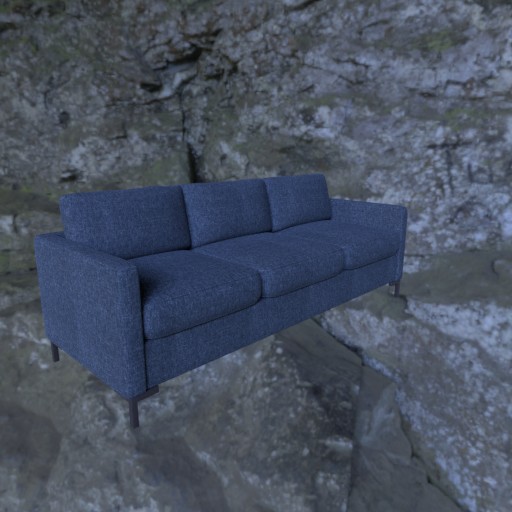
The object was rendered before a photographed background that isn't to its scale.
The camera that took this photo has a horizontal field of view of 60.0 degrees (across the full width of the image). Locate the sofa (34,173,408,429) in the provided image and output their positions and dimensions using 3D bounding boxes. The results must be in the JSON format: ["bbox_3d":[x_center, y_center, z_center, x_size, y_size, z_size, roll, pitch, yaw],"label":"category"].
[{"bbox_3d":[0.000,0.000,2.663,0.859,0.874,2.218,14,20,43],"label":"sofa"}]
